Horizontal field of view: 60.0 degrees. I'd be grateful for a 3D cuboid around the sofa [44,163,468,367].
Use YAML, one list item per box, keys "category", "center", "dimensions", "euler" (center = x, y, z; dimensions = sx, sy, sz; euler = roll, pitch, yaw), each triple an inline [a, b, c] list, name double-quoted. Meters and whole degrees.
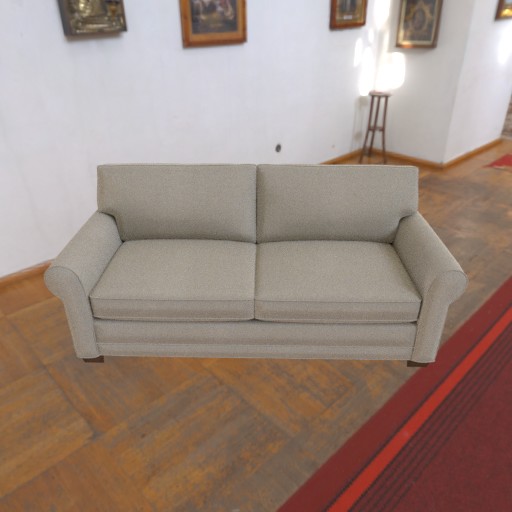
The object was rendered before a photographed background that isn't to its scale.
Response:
- category: "sofa"
  center: [0.000, 0.000, 2.656]
  dimensions: [2.146, 0.962, 0.901]
  euler: [1, 29, 1]
